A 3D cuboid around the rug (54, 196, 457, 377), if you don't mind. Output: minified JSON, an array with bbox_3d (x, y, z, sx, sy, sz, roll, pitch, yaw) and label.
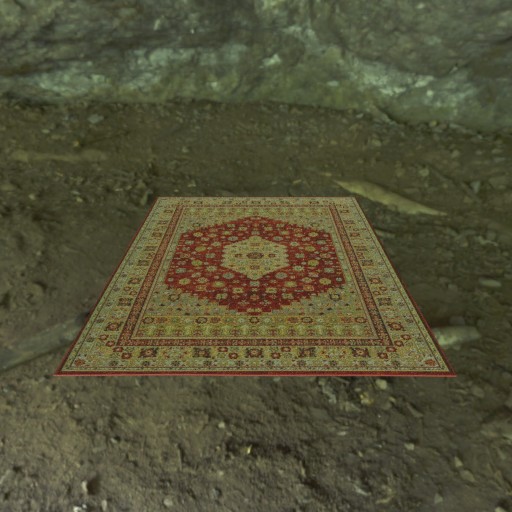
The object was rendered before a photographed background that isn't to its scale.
[{"bbox_3d":[0.000,0.000,3.969,2.387,0.013,3.053,0,28,0],"label":"rug"}]
